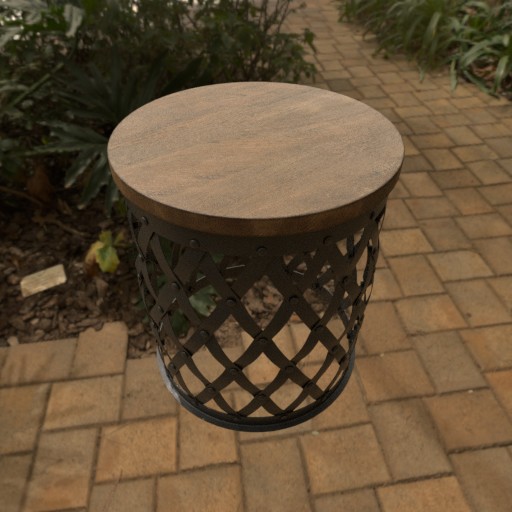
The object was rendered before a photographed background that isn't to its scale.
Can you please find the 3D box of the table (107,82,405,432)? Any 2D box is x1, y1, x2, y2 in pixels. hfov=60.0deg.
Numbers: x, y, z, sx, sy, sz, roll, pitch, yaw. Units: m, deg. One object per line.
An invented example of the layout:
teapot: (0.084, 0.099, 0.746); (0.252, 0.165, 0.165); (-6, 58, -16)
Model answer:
table: (0.000, 0.000, 0.768); (0.405, 0.454, 0.405); (0, 41, 0)
